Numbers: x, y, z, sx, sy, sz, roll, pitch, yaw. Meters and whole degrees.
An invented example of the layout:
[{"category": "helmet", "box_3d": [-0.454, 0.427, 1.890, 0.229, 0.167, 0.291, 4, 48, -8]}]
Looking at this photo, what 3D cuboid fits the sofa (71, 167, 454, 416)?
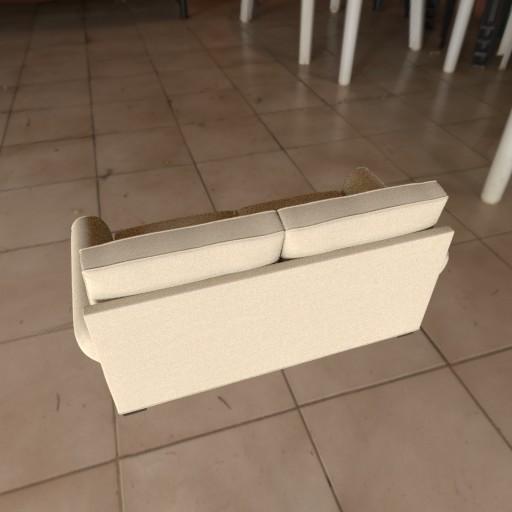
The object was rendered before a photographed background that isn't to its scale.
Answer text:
[{"category": "sofa", "box_3d": [0.000, 0.000, 2.296, 1.774, 0.933, 0.861, -12, 42, -14]}]
